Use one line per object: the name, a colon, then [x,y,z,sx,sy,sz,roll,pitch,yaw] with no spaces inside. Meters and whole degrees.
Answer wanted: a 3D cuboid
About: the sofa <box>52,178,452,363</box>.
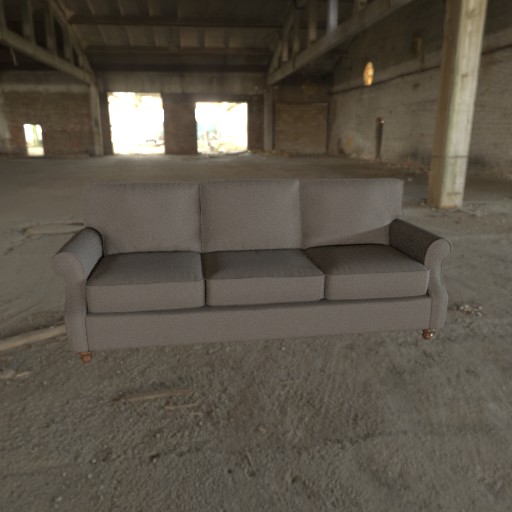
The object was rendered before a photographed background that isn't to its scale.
sofa: [0.000,0.000,2.900,2.353,0.948,0.966,-2,16,-8]
